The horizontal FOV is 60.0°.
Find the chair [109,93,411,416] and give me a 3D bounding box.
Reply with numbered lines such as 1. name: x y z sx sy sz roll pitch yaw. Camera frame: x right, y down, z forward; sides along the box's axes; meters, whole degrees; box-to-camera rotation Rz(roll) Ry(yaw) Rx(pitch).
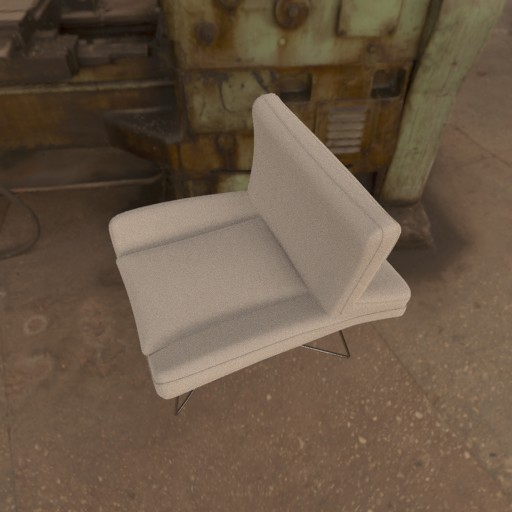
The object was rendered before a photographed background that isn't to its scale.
1. chair: 0.000 0.000 1.712 1.008 0.855 0.859 -18 50 -16
